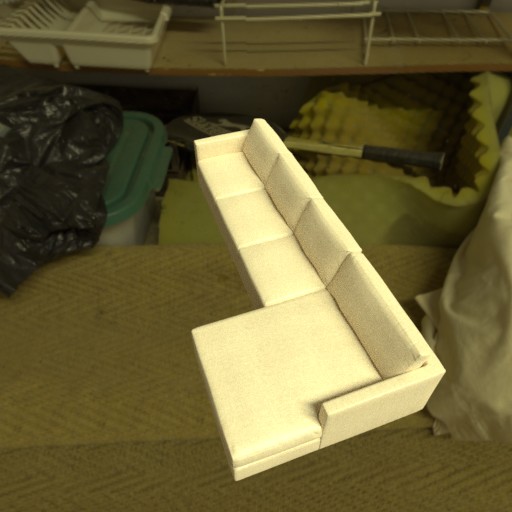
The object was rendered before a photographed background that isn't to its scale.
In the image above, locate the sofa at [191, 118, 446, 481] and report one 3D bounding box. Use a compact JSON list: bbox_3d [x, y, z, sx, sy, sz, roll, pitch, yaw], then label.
[{"bbox_3d":[0.000,0.000,4.195,1.603,0.954,3.471,-15,49,-14],"label":"sofa"}]
